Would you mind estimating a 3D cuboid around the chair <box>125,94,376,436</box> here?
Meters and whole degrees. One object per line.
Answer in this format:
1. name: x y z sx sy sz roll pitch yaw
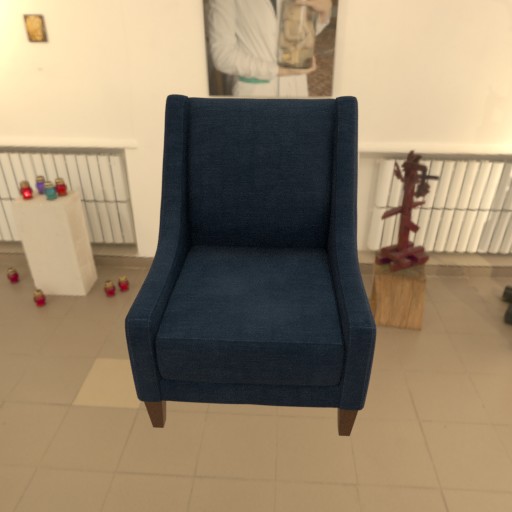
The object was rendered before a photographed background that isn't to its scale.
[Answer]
1. chair: 0.000 0.000 1.652 0.774 1.014 0.870 1 30 3
